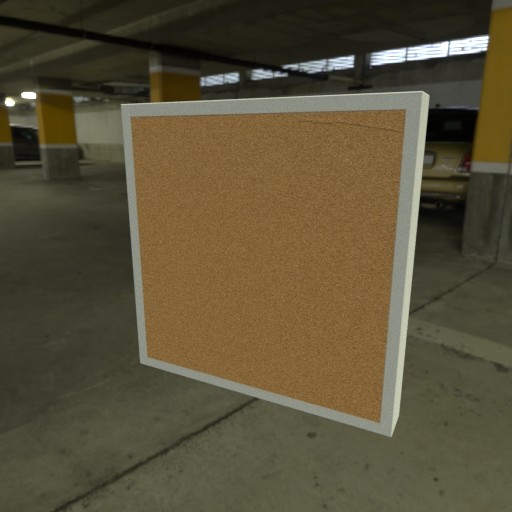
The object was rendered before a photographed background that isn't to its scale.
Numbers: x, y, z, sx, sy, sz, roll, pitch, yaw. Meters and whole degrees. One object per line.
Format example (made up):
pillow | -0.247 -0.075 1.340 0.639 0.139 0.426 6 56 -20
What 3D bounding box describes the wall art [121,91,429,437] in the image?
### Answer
wall art | 0.000 0.000 0.459 0.305 0.305 0.038 8 17 26
